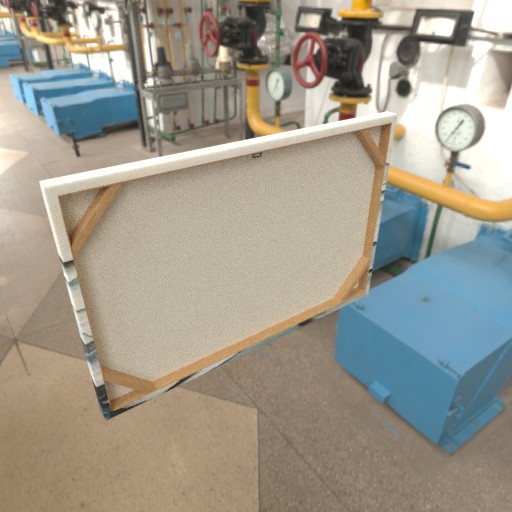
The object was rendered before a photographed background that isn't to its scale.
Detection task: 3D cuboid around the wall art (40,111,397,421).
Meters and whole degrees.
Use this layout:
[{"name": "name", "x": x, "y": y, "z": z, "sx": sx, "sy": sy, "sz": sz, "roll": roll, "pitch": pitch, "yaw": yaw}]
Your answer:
[{"name": "wall art", "x": 0.000, "y": 0.000, "z": 1.155, "sx": 0.914, "sy": 0.609, "sz": 0.039, "roll": -20, "pitch": 36, "yaw": -29}]
